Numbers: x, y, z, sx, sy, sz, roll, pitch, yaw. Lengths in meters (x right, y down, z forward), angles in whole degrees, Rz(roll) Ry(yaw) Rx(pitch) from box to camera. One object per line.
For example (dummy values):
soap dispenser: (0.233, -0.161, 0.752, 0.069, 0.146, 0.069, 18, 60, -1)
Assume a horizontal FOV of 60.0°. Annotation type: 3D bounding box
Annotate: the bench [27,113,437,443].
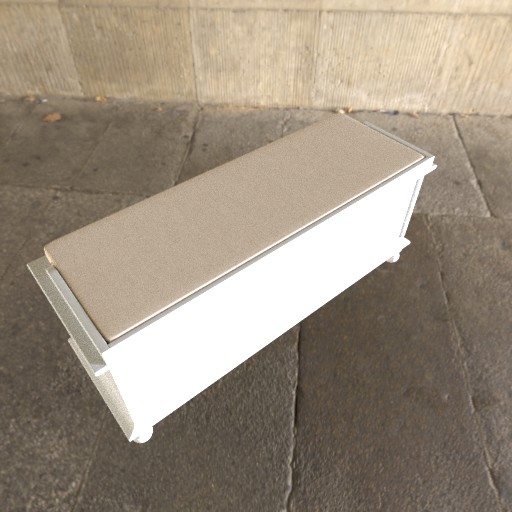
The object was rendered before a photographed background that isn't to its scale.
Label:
bench: (0.000, 0.000, 1.423, 1.185, 0.486, 0.402, -30, 53, -26)
